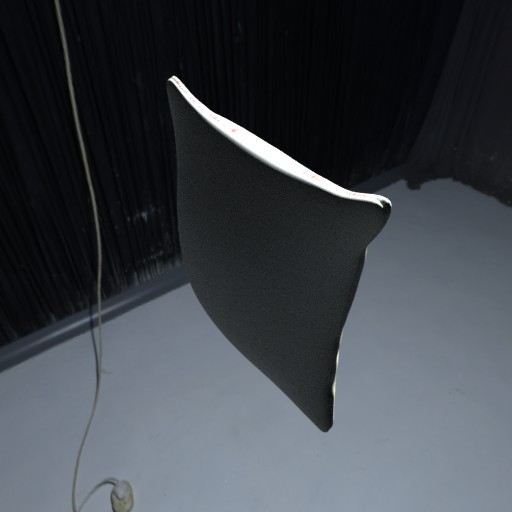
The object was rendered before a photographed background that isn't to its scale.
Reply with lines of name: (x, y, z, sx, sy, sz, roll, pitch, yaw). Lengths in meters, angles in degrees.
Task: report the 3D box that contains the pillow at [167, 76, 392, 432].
pillow: (0.000, 0.000, 0.705, 0.191, 0.449, 0.451, -25, 46, -26)
